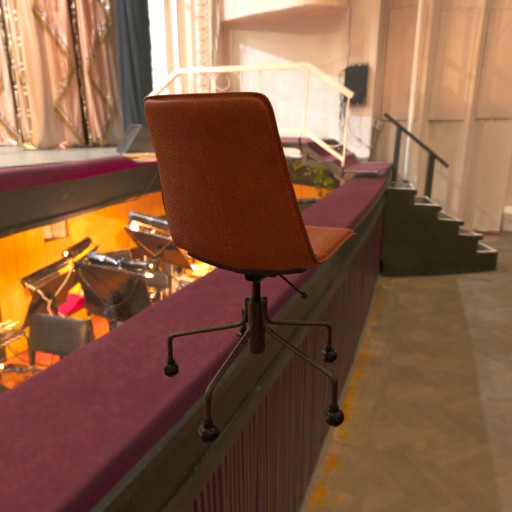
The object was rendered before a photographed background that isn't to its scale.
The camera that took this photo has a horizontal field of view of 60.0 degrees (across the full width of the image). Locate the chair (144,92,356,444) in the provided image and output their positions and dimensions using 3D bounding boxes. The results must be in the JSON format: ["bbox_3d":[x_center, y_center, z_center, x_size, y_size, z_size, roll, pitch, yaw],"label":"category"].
[{"bbox_3d":[0.000,0.000,1.372,0.651,0.920,0.660,8,19,25],"label":"chair"}]
